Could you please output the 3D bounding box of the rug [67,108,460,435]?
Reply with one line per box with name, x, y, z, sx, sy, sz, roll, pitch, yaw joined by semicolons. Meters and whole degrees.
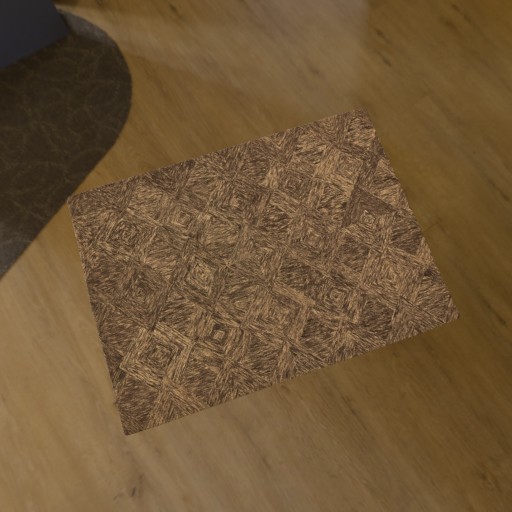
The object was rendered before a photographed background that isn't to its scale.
rug;0.000;0.000;5.404;4.093;0.020;2.997;-18;76;-5
